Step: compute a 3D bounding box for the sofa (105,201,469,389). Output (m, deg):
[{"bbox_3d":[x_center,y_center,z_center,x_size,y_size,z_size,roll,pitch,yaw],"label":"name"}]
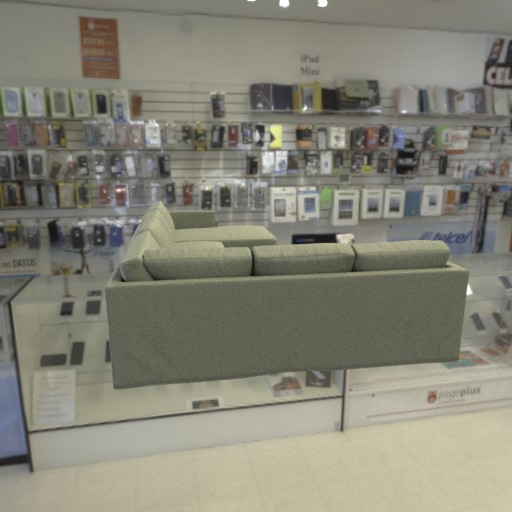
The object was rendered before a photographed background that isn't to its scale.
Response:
[{"bbox_3d":[0.000,0.000,4.558,2.427,0.882,3.460,-2,13,-9],"label":"sofa"}]
